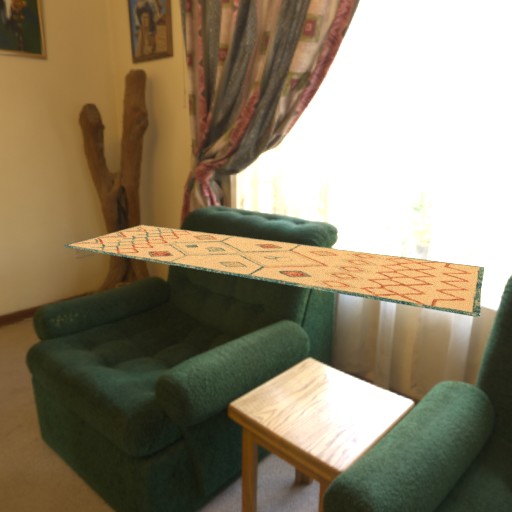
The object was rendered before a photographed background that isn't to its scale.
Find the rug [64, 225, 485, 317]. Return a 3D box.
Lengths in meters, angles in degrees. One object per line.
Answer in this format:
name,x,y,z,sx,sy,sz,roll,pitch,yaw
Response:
rug,0.000,0.000,2.651,2.435,0.011,0.750,8,18,27
